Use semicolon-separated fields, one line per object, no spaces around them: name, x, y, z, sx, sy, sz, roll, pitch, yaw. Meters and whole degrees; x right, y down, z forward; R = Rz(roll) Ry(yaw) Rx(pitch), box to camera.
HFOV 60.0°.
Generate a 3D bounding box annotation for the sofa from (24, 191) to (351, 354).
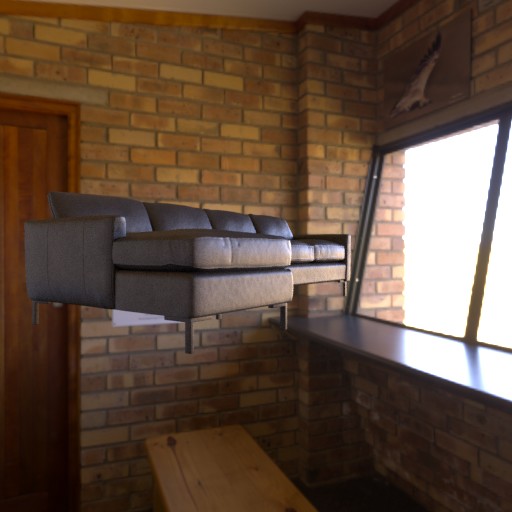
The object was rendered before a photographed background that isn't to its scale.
sofa;0.000;0.000;3.565;1.471;0.859;2.993;0;0;36
